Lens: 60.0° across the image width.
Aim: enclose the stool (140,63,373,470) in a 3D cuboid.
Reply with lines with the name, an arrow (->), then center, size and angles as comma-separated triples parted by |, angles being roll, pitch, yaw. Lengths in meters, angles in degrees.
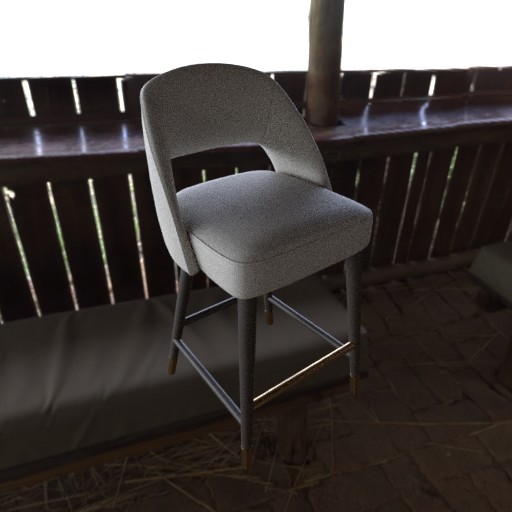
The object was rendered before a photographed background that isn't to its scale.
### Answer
stool -> 0.000, 0.000, 1.232 | 0.494, 0.940, 0.509 | -21, 37, -31
